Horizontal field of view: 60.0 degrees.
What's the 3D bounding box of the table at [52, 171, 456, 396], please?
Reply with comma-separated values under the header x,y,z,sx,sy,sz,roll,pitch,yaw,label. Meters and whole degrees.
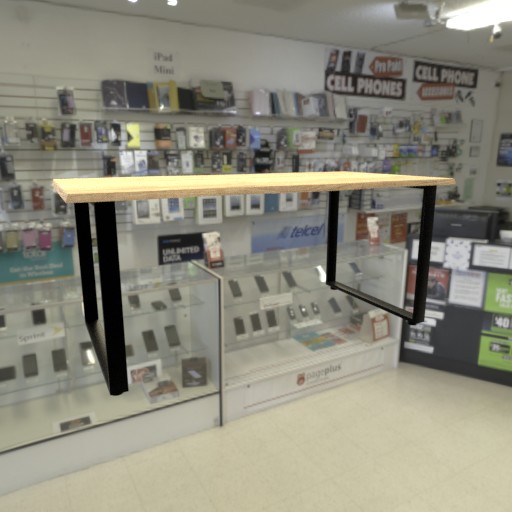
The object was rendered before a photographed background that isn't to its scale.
x,y,z,sx,sy,sz,roll,pitch,yaw,label
0.000,0.000,2.271,1.800,0.780,0.900,-7,15,-26,table
